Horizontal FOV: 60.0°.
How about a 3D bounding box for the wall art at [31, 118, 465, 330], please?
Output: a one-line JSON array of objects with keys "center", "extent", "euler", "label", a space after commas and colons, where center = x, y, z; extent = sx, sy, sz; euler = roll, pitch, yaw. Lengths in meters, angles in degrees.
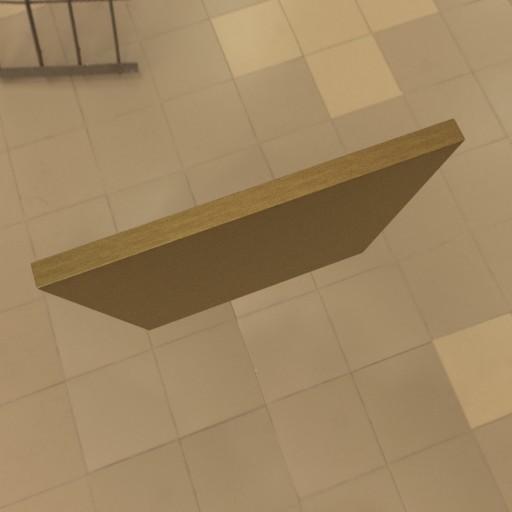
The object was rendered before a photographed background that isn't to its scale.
[{"center": [0.000, 0.000, 0.736], "extent": [0.503, 0.506, 0.030], "euler": [-20, 76, -5], "label": "wall art"}]
